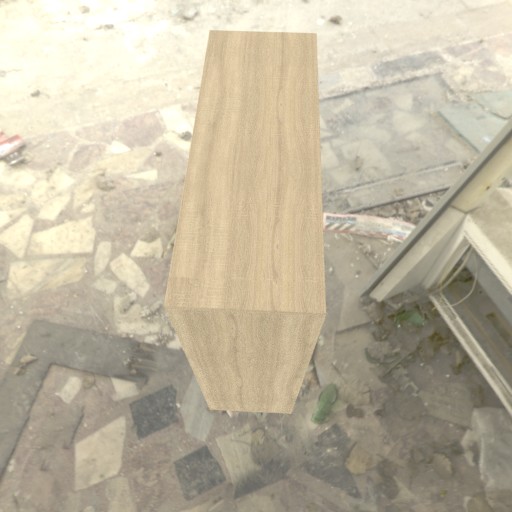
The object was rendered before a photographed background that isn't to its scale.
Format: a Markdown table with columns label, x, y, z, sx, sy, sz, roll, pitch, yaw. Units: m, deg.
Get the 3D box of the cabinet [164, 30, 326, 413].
| label | x | y | z | sx | sy | sz | roll | pitch | yaw |
| --- | --- | --- | --- | --- | --- | --- | --- | --- | --- |
| cabinet | 0.000 | 0.000 | 1.957 | 0.398 | 1.388 | 1.111 | 2 | 60 | 1 |
